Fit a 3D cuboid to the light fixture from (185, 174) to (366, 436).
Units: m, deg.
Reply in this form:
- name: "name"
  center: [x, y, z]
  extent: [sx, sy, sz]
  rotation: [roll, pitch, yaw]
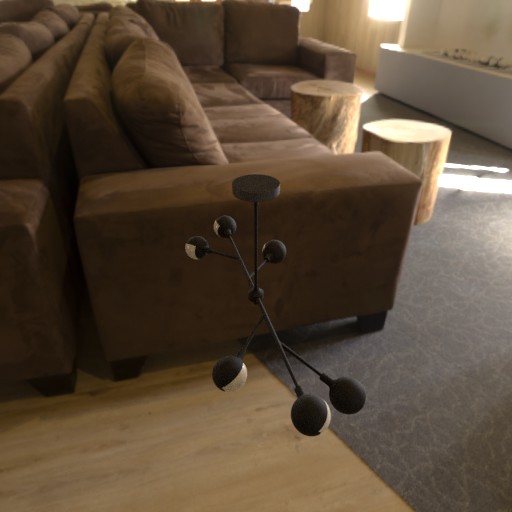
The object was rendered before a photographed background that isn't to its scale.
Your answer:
- name: "light fixture"
  center: [0.000, 0.000, 1.030]
  extent: [0.434, 0.362, 0.778]
  rotation: [0, 32, 0]
